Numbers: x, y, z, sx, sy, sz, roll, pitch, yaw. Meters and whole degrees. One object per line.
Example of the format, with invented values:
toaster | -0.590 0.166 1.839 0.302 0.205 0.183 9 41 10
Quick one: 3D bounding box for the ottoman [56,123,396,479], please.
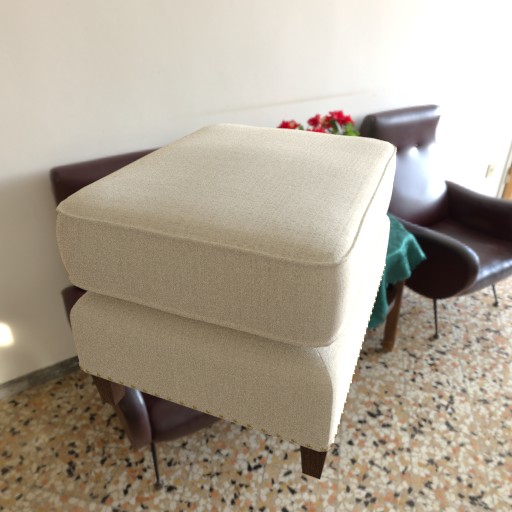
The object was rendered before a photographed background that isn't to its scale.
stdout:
ottoman | 0.000 0.000 1.111 0.589 0.537 0.738 11 32 19
